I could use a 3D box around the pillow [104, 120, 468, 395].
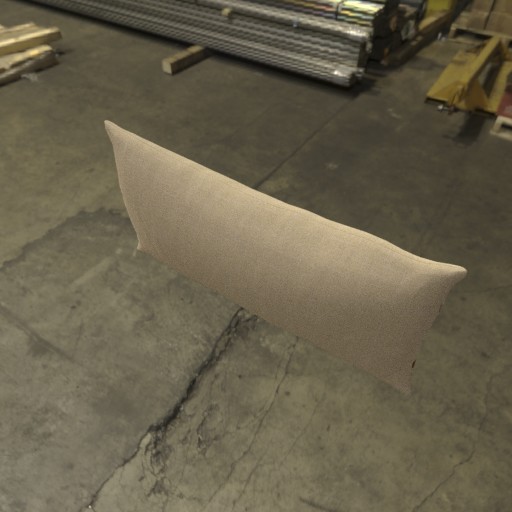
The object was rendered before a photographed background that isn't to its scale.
[{"bbox_3d":[0.000,0.000,0.736,0.612,0.308,0.148,26,52,22],"label":"pillow"}]
